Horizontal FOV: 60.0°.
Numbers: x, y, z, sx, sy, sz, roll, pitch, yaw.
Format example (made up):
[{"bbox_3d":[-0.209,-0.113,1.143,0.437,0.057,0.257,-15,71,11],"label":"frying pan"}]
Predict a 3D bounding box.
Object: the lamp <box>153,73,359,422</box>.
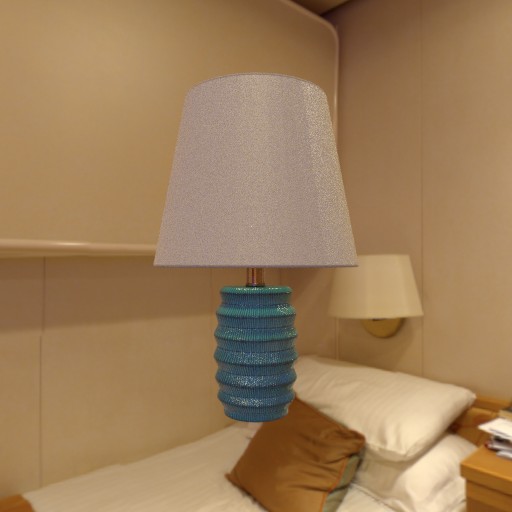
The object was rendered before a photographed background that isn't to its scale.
[{"bbox_3d":[0.000,0.000,0.563,0.254,0.392,0.254,0,-1,0],"label":"lamp"}]
